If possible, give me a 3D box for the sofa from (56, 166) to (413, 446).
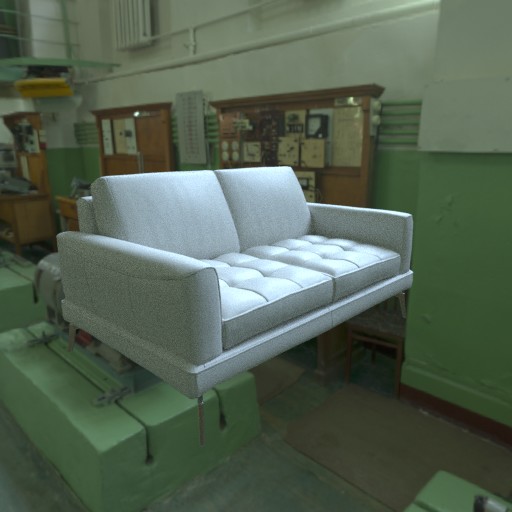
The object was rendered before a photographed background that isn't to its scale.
[{"bbox_3d":[0.000,0.000,2.495,1.121,0.930,1.819,13,19,42],"label":"sofa"}]
